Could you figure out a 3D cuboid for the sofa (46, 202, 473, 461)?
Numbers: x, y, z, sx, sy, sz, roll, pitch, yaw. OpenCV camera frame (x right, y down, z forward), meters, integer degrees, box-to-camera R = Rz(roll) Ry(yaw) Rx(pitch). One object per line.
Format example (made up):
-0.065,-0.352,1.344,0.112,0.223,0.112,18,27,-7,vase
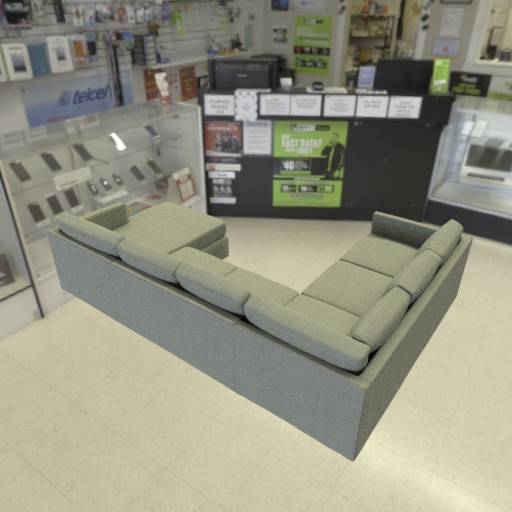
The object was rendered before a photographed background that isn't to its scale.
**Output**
0.000,0.000,4.468,3.460,0.882,2.427,21,37,31,sofa
